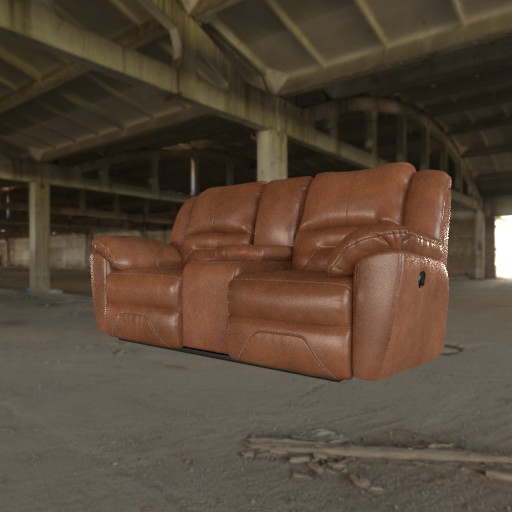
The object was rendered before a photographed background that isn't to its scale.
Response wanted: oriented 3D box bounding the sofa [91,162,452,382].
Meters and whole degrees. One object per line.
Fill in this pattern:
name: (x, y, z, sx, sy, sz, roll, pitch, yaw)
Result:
sofa: (0.000, 0.000, 2.607, 2.058, 1.043, 0.991, 0, 0, 38)
